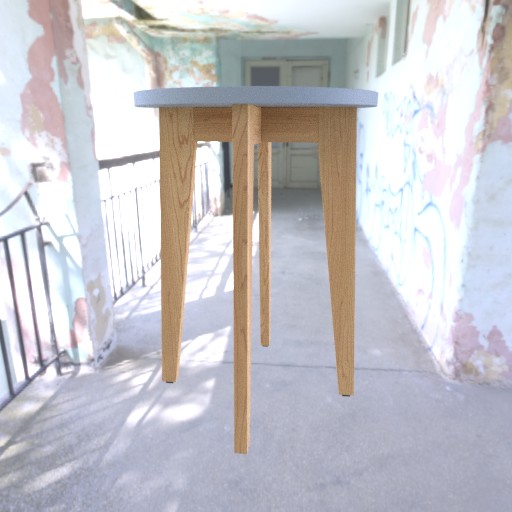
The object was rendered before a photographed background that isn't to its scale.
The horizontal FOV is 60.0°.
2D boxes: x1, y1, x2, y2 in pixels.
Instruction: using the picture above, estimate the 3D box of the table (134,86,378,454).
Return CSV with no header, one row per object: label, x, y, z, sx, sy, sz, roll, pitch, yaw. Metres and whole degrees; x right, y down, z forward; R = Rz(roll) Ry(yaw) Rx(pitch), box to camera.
table,0.000,0.000,0.729,0.350,0.500,0.350,0,17,0
